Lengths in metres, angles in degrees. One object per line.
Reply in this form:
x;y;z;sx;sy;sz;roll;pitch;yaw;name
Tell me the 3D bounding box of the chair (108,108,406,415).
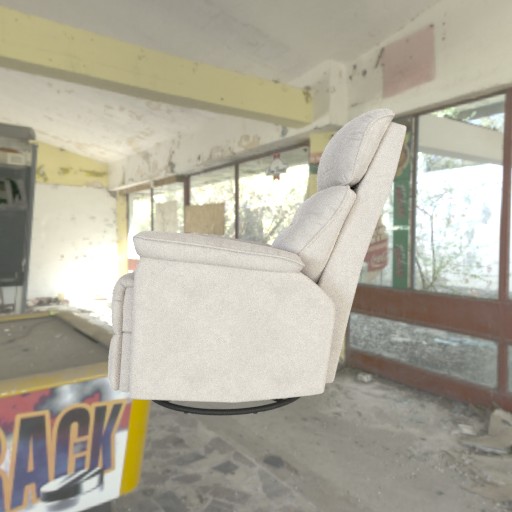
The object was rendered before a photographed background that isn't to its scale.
0.000;0.000;1.759;1.001;1.039;0.820;0;2;0;chair
